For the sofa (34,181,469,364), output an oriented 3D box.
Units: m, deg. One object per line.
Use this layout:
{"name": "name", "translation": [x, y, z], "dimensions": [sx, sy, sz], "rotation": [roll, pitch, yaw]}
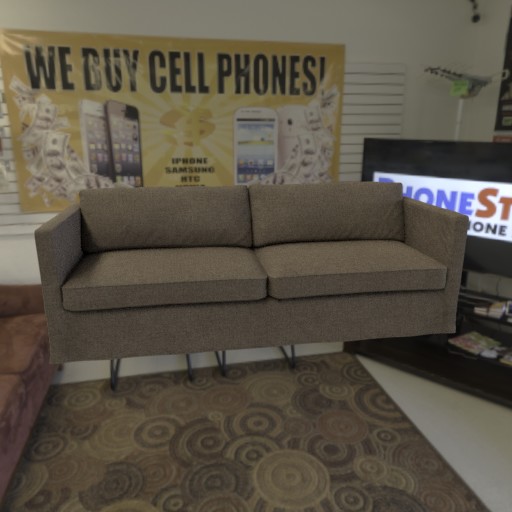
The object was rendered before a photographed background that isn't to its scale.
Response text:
{"name": "sofa", "translation": [0.000, 0.000, 3.291], "dimensions": [2.779, 0.998, 1.036], "rotation": [-3, 16, -9]}
